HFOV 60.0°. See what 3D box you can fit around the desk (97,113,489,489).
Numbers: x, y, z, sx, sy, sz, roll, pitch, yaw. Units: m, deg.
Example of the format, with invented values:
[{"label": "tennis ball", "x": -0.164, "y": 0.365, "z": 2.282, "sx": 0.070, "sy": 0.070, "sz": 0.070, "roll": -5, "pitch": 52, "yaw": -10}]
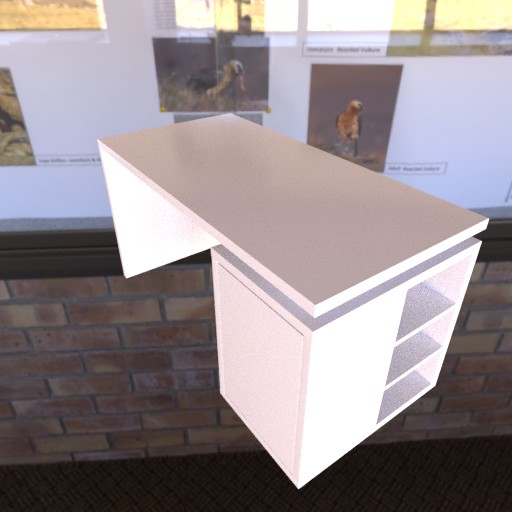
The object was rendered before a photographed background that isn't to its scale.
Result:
[{"label": "desk", "x": 0.000, "y": 0.000, "z": 1.818, "sx": 0.690, "sy": 0.740, "sz": 1.400, "roll": -21, "pitch": 39, "yaw": -29}]
